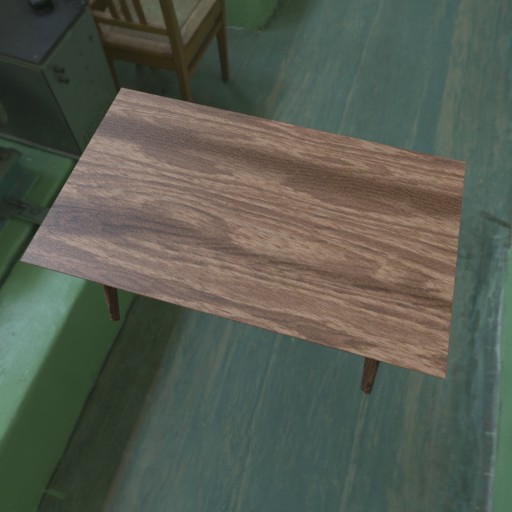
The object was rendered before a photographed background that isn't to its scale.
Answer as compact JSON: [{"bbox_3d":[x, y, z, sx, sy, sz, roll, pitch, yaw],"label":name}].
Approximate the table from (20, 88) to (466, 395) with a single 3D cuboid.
[{"bbox_3d":[0.000,0.000,1.837,1.349,0.724,0.801,14,64,7],"label":"table"}]
